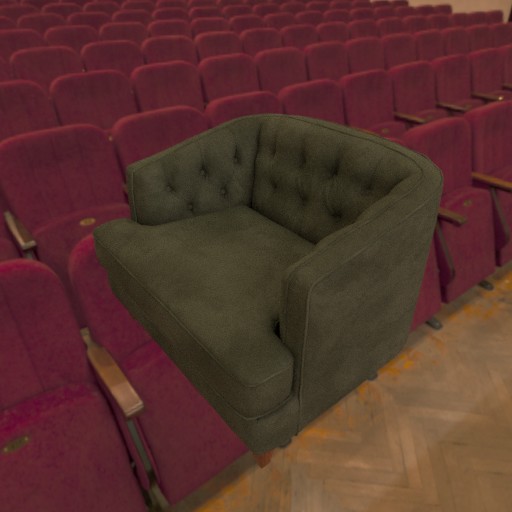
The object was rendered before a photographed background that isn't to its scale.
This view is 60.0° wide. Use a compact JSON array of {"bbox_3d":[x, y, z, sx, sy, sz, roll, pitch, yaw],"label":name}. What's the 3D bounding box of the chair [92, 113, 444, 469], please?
[{"bbox_3d":[0.000,0.000,1.728,0.941,0.852,1.104,-23,39,-32],"label":"chair"}]
